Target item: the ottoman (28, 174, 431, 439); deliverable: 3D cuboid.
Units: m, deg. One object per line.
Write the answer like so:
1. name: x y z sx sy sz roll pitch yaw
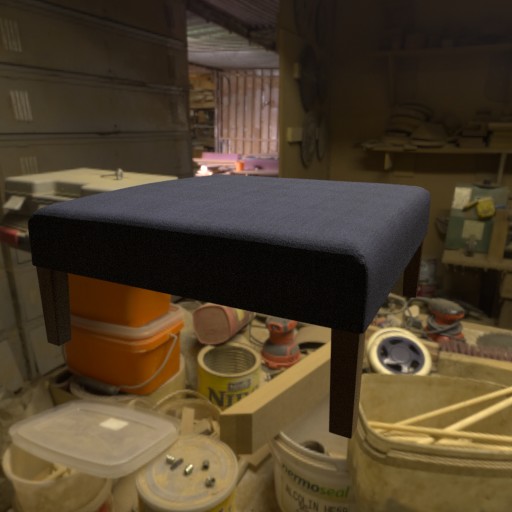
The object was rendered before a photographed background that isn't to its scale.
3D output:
1. ottoman: 0.000 0.000 1.365 0.889 0.411 0.890 8 18 26
